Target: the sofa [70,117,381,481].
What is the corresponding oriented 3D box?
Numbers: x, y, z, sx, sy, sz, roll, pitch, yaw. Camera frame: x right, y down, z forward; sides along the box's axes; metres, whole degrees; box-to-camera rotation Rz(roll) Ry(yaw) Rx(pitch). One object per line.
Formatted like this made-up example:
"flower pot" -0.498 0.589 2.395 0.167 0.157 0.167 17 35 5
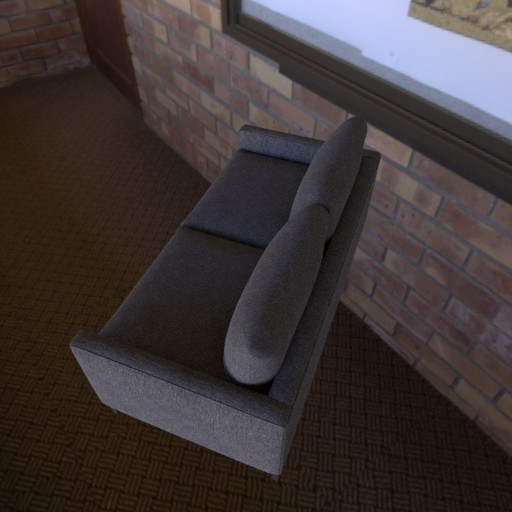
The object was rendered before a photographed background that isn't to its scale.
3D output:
"sofa" 0.000 0.000 2.201 0.866 0.862 1.716 16 48 15
